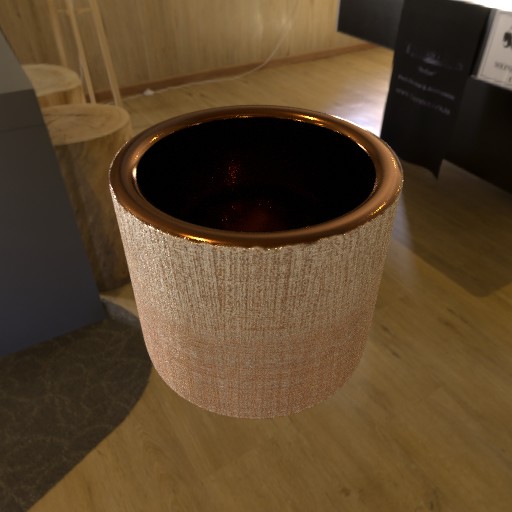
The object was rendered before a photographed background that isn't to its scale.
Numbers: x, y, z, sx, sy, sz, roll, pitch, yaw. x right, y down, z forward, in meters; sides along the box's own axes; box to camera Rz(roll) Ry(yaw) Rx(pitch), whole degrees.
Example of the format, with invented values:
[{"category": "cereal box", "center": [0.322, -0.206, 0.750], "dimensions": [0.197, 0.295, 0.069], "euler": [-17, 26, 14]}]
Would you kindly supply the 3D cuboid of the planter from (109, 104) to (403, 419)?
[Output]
[{"category": "planter", "center": [0.000, 0.000, 0.319], "dimensions": [0.177, 0.157, 0.177], "euler": [0, 40, 0]}]
